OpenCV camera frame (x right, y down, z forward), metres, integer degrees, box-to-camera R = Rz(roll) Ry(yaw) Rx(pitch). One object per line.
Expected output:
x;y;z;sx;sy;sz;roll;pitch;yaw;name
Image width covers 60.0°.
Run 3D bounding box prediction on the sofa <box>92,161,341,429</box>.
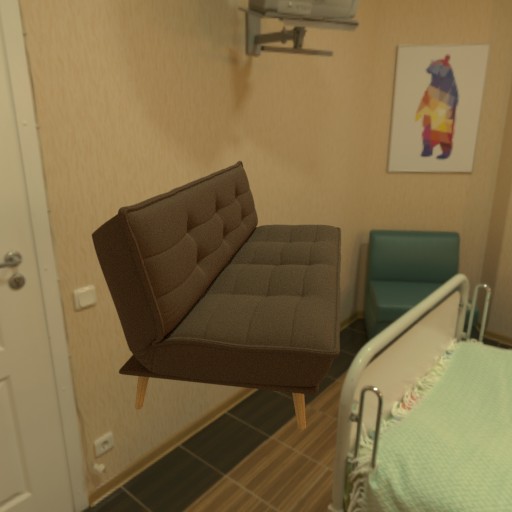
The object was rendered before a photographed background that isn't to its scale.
0.000;0.000;2.504;0.950;0.890;1.940;3;17;10;sofa
